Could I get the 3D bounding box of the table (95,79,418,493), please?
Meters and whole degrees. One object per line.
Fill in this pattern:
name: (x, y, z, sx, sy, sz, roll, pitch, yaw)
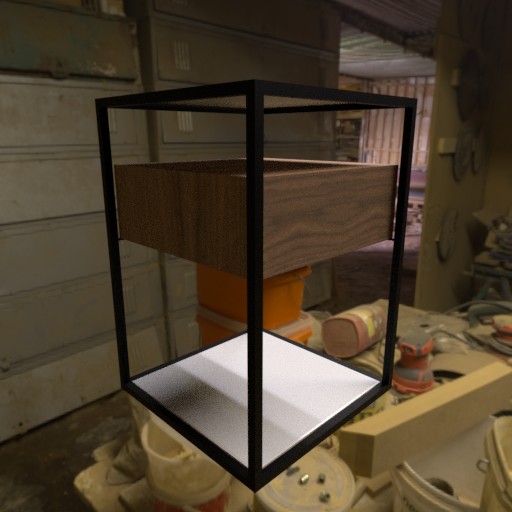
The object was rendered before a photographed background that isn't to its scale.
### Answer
table: (0.000, 0.000, 0.804, 0.378, 0.540, 0.378, -15, 21, -43)
